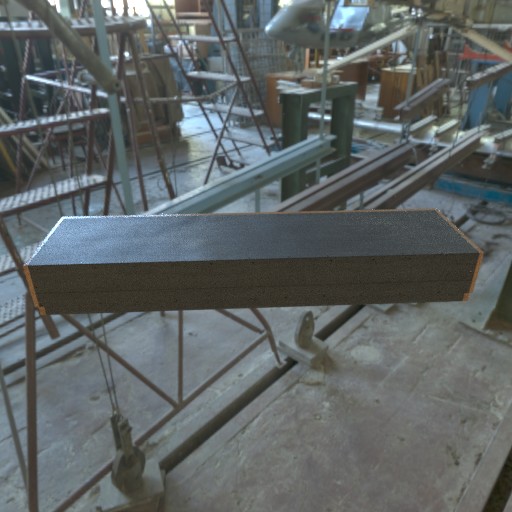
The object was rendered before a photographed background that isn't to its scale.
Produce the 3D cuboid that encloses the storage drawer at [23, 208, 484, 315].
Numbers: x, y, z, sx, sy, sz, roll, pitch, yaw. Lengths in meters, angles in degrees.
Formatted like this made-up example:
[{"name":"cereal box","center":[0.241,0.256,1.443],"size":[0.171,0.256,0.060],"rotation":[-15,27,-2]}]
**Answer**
[{"name":"storage drawer","center":[0.000,0.000,2.247],"size":[2.032,0.264,0.538],"rotation":[-2,29,-3]}]
